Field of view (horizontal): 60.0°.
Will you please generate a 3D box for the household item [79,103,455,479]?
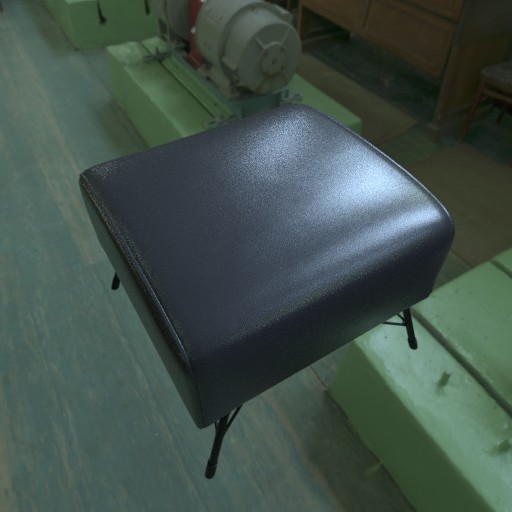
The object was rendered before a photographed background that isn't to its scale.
[{"bbox_3d":[0.000,0.000,0.898,0.530,0.410,0.530,-24,52,-21],"label":"household item"}]
